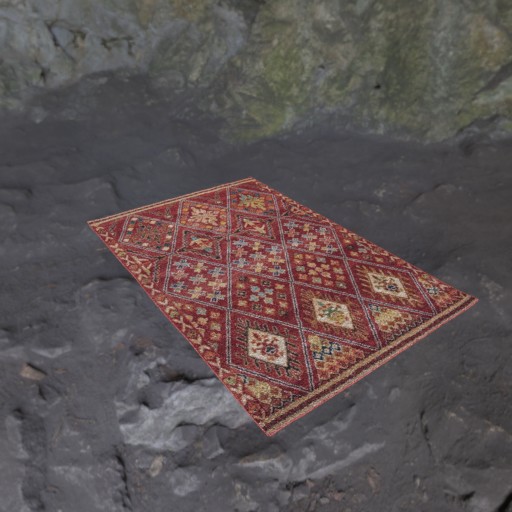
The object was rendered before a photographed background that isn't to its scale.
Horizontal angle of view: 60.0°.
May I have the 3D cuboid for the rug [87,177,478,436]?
[{"bbox_3d":[0.000,0.000,2.958,1.521,0.026,2.286,-21,38,-30],"label":"rug"}]
